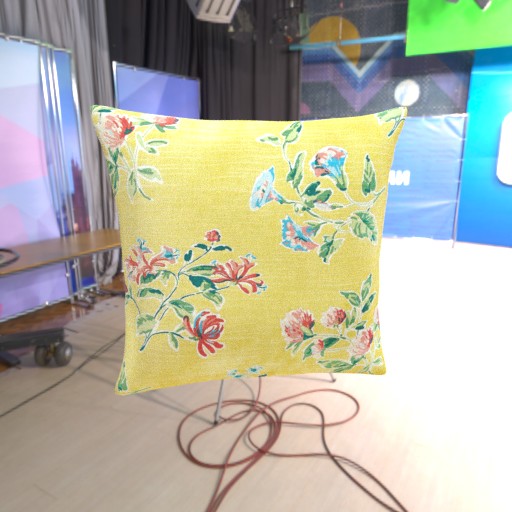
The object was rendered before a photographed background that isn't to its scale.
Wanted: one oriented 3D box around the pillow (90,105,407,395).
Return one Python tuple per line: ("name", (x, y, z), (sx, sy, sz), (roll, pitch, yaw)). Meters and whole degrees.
("pillow", (0.000, 0.000, 0.789), (0.525, 0.508, 0.166), (-2, 16, -8))
